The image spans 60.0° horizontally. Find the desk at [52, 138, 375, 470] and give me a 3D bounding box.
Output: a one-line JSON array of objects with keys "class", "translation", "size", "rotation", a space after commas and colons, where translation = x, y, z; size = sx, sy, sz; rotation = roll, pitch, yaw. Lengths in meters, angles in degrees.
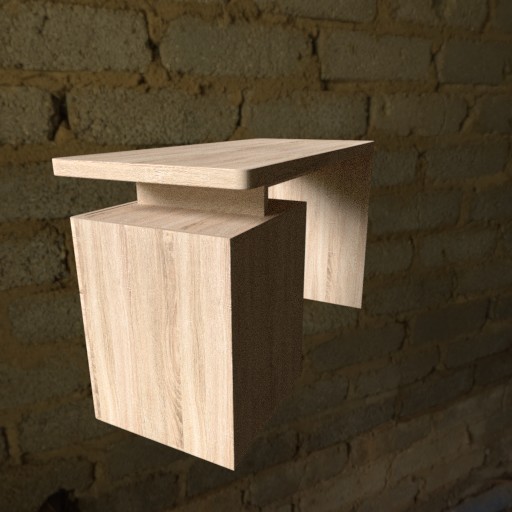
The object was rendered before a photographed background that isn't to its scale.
[{"class": "desk", "translation": [0.000, 0.000, 1.594], "size": [0.550, 0.760, 1.200], "rotation": [8, 19, 25]}]
